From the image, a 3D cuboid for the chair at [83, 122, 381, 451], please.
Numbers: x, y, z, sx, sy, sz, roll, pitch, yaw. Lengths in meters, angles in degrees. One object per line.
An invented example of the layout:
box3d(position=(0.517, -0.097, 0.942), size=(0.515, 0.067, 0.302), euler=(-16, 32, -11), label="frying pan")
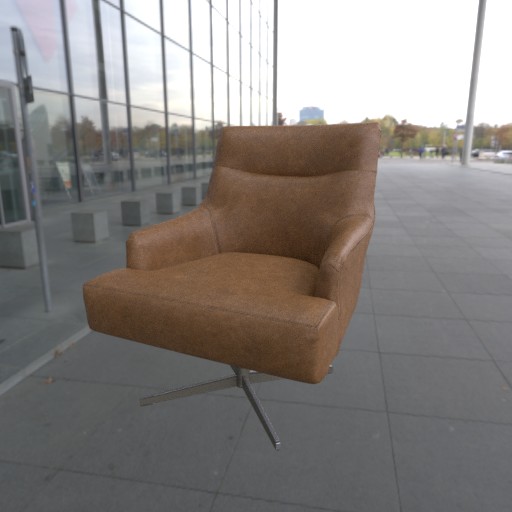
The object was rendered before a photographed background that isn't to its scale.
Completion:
box3d(position=(0.000, 0.000, 1.470), size=(0.729, 0.869, 0.874), euler=(7, 15, 26), label="chair")
